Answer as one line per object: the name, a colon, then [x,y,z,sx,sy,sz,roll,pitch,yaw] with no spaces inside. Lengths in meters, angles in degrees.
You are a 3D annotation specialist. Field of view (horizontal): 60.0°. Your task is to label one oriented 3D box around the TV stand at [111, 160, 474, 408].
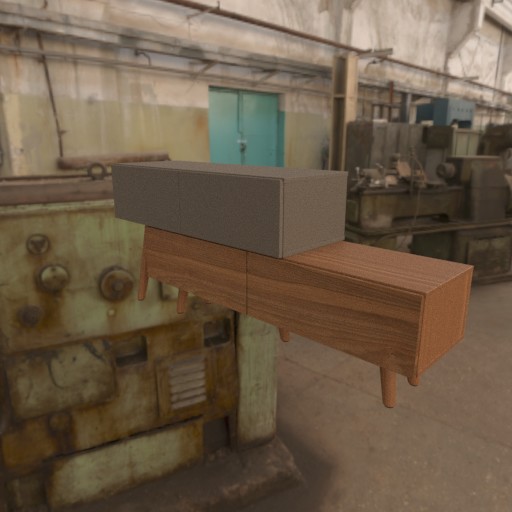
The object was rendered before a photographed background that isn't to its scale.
TV stand: [0.000,0.000,1.551,1.336,0.591,0.329,14,21,42]
